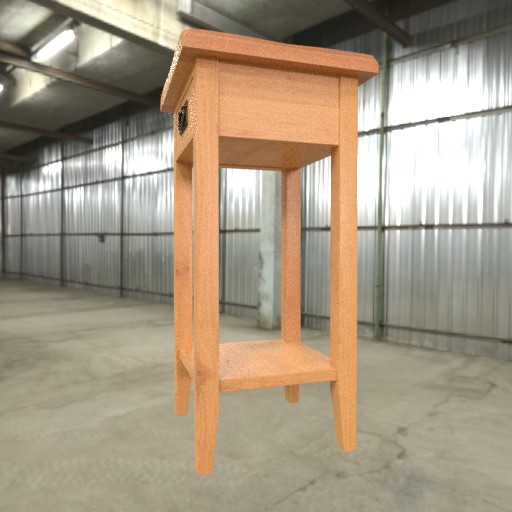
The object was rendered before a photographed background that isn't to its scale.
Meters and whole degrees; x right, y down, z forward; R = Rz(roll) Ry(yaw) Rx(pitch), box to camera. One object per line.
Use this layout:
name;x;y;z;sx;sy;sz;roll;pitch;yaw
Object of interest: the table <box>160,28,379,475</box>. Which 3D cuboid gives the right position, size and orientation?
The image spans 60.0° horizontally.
table;0.000;0.000;0.938;0.360;0.740;0.360;0;1;-18
